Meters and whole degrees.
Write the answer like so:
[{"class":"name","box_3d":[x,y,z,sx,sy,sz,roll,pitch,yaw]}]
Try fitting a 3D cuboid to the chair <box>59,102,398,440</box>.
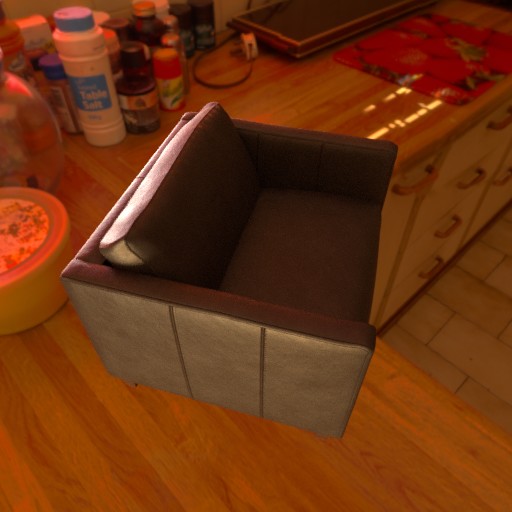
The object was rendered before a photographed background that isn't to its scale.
[{"class":"chair","box_3d":[0.000,0.000,1.605,0.862,0.811,0.939,12,48,11]}]
